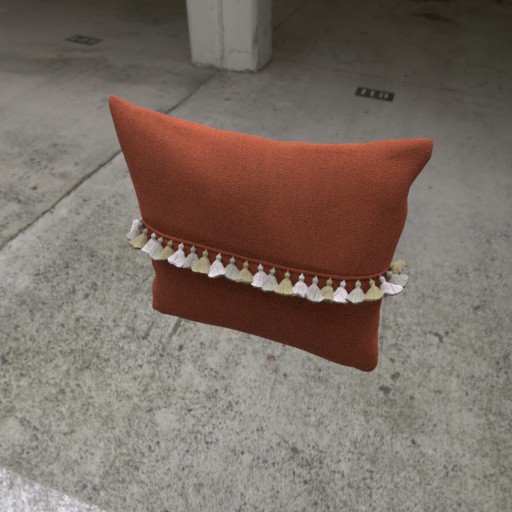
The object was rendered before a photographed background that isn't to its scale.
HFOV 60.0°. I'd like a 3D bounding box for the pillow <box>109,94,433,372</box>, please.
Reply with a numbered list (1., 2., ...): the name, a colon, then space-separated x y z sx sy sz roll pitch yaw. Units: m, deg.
1. pillow: 0.000 0.000 0.750 0.490 0.482 0.165 13 43 14
